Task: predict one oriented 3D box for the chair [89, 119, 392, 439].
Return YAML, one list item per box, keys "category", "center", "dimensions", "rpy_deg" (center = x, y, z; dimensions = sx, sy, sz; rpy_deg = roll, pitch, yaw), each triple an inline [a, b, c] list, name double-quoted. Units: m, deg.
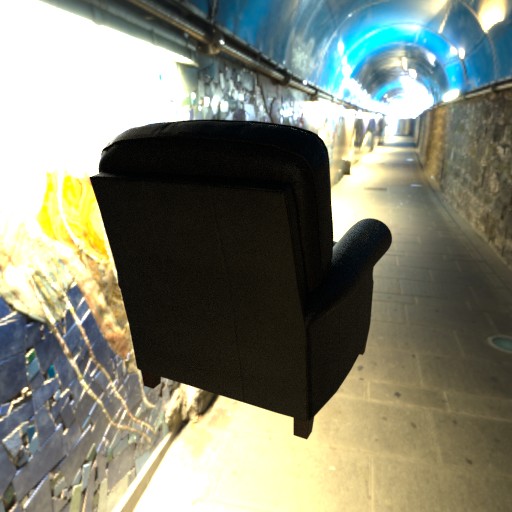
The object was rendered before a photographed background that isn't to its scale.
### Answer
- category: "chair"
  center: [0.000, 0.000, 1.741]
  dimensions: [0.936, 1.018, 0.986]
  rpy_deg: [8, 18, 26]
